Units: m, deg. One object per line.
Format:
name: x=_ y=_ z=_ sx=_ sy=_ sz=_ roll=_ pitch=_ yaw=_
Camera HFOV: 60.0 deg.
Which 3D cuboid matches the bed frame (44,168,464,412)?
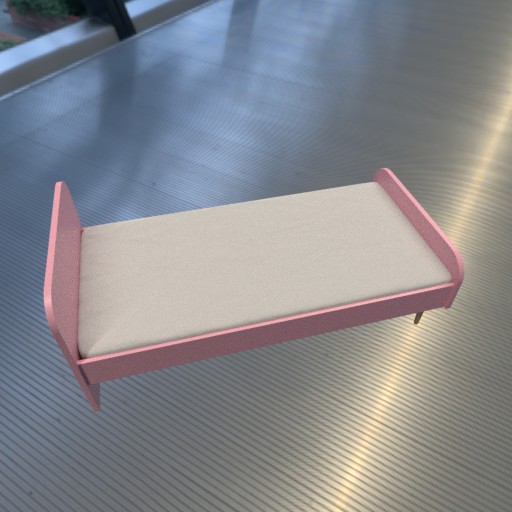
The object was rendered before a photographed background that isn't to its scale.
bed frame: x=0.000 y=0.000 z=2.503 sx=1.963 sy=0.805 sz=0.998 roll=-10 pitch=45 yaw=-10
